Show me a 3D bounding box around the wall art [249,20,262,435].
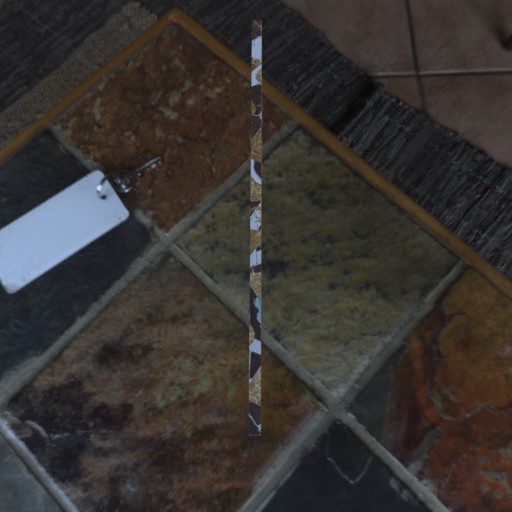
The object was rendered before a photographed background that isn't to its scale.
[{"bbox_3d":[0.000,0.000,0.608,0.010,0.406,0.404,0,76,0],"label":"wall art"}]
